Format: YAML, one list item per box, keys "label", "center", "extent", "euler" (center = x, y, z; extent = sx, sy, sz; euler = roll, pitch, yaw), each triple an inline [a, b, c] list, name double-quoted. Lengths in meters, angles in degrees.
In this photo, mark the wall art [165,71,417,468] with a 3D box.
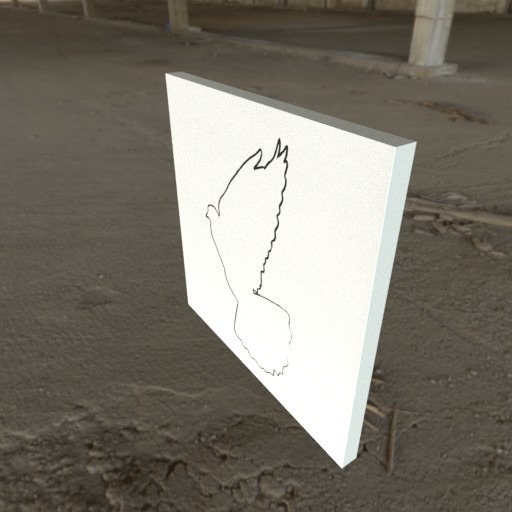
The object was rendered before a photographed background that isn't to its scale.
- label: "wall art"
  center: [0.000, 0.000, 0.888]
  extent: [0.038, 0.610, 0.610]
  euler: [-20, 37, -29]
